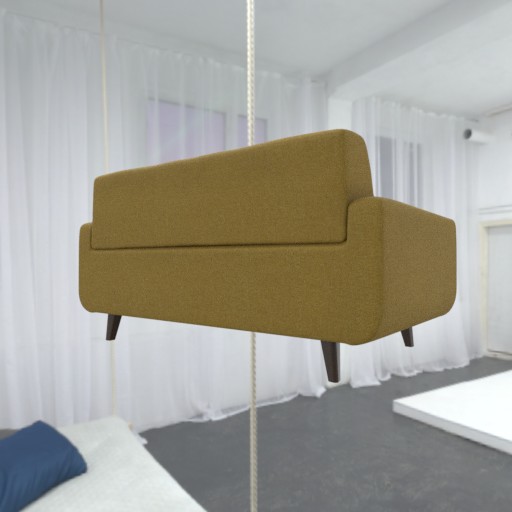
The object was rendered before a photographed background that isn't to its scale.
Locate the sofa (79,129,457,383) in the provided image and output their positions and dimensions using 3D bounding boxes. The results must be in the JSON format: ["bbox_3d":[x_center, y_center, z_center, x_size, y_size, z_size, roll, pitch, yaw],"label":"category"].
[{"bbox_3d":[0.000,0.000,2.153,1.631,0.841,0.909,0,-1,37],"label":"sofa"}]
